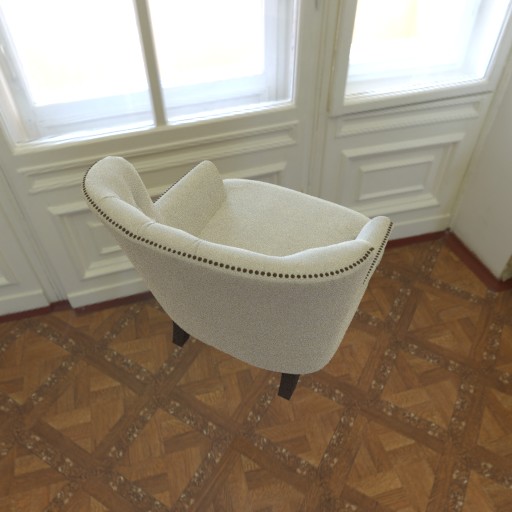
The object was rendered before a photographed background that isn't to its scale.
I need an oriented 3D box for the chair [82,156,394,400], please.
[{"bbox_3d":[0.000,0.000,1.585,0.848,0.868,0.906,21,49,20],"label":"chair"}]
